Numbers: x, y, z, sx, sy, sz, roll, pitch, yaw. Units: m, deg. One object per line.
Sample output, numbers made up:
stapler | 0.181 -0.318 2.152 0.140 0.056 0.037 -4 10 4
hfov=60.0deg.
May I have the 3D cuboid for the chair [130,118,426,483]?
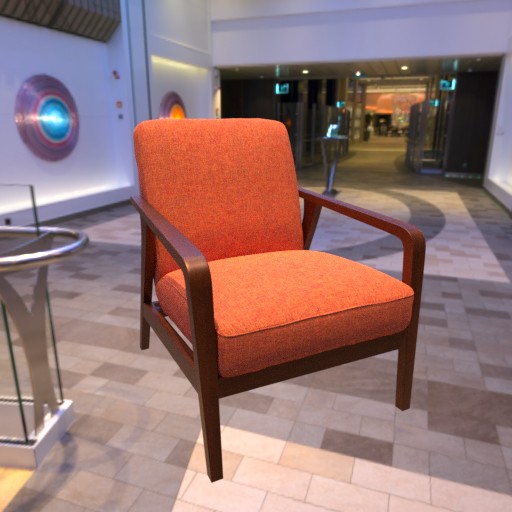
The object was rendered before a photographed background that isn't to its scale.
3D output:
chair | 0.000 0.000 1.488 0.719 0.890 0.860 -8 19 -26
